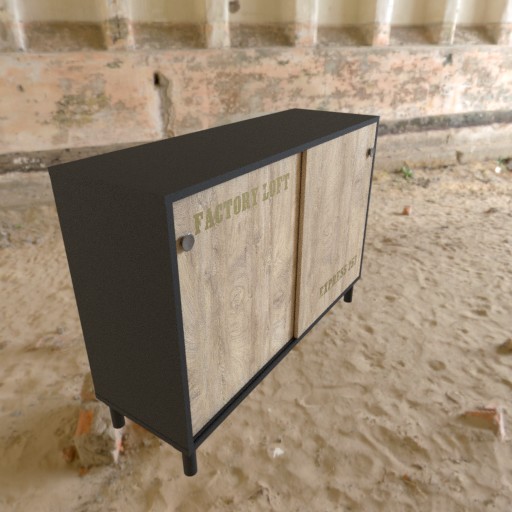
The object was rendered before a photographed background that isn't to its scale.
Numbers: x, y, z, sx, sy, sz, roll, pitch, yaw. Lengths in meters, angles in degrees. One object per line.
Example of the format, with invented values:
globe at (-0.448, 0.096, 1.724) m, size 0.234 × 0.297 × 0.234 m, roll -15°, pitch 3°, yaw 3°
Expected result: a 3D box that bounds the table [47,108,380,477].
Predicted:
table at (0.000, 0.000, 1.599) m, size 0.400 × 0.855 × 1.200 m, roll 17°, pitch 31°, yaw 30°
